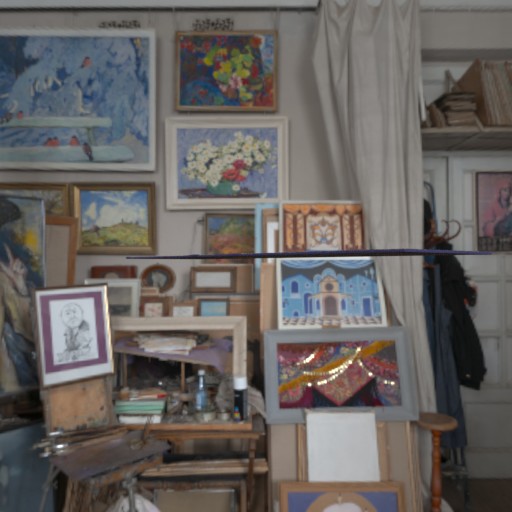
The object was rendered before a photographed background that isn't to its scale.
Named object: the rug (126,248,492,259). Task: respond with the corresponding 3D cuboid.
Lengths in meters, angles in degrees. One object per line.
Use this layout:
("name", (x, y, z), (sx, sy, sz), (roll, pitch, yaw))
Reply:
("rug", (0.000, 0.000, 2.463), (0.602, 0.016, 2.283), (1, -1, -38))
